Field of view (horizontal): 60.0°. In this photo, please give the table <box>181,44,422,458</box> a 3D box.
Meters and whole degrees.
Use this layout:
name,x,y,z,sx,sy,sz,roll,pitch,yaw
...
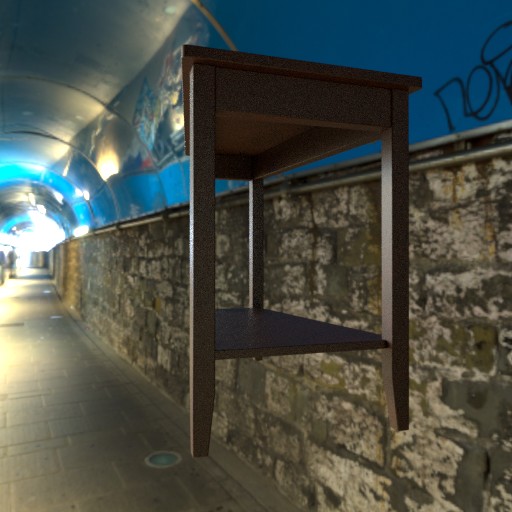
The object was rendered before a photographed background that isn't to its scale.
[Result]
name,x,y,z,sx,sy,sz,roll,pitch,yaw
table,0.000,0.000,0.963,0.399,0.589,0.605,0,0,-17
